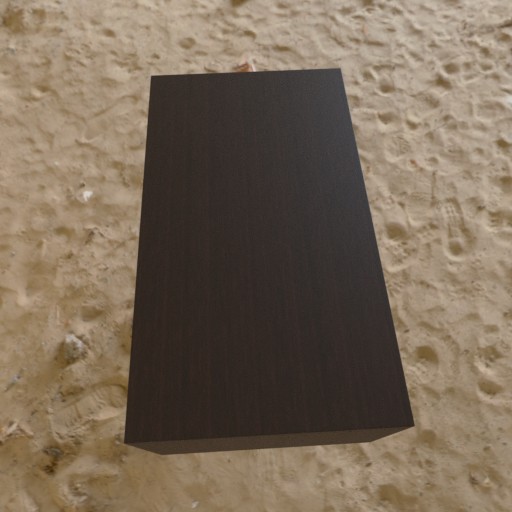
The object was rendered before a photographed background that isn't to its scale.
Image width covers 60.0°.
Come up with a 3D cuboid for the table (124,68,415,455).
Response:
[{"bbox_3d":[0.000,0.000,1.338,0.590,0.460,1.050,-3,63,-1],"label":"table"}]
